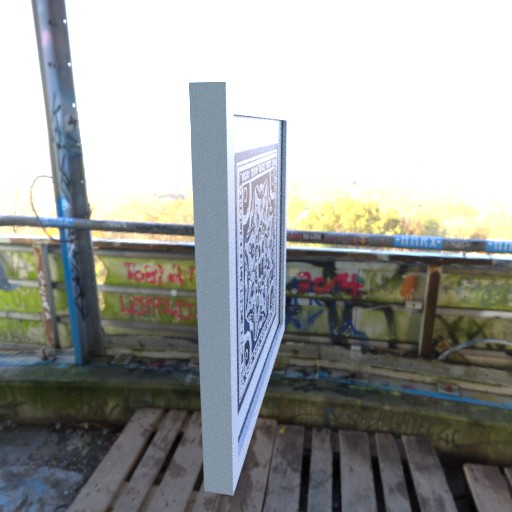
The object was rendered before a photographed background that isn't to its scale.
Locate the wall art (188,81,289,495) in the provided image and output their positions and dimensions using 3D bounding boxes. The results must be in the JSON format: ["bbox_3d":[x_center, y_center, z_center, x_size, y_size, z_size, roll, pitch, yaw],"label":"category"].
[{"bbox_3d":[0.000,0.000,0.526,0.027,0.355,0.355,3,16,11],"label":"wall art"}]
